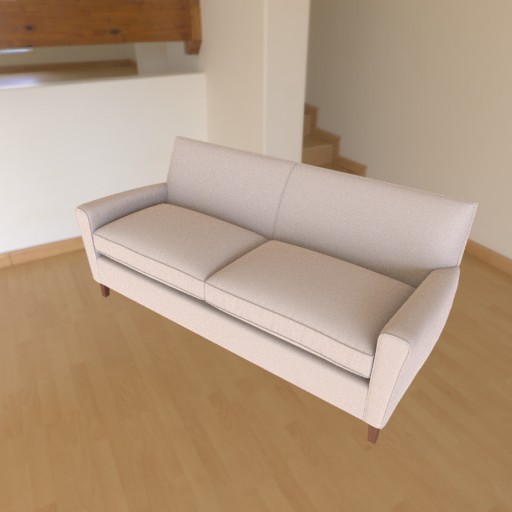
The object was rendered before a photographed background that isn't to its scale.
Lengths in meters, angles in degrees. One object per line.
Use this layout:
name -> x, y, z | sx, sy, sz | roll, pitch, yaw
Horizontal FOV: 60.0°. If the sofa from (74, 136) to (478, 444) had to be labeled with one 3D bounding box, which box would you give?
sofa -> 0.000, 0.000, 2.425 | 2.000, 0.846, 0.875 | 20, 36, 31
